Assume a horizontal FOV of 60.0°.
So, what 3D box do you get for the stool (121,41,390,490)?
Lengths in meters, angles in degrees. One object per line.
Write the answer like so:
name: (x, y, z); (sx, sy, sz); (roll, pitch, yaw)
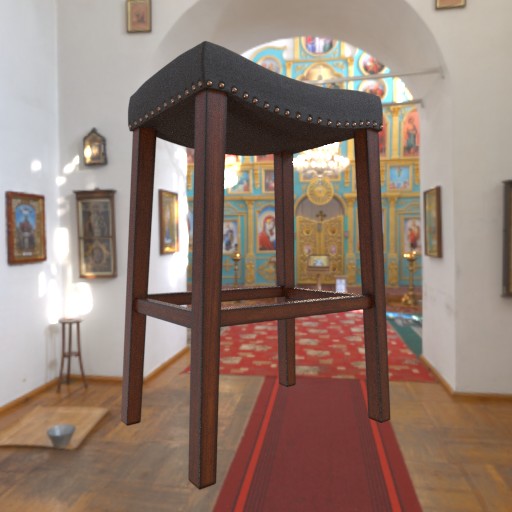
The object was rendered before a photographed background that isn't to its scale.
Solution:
stool: (0.000, 0.000, 1.015); (0.502, 0.760, 0.366); (-1, 1, -37)
